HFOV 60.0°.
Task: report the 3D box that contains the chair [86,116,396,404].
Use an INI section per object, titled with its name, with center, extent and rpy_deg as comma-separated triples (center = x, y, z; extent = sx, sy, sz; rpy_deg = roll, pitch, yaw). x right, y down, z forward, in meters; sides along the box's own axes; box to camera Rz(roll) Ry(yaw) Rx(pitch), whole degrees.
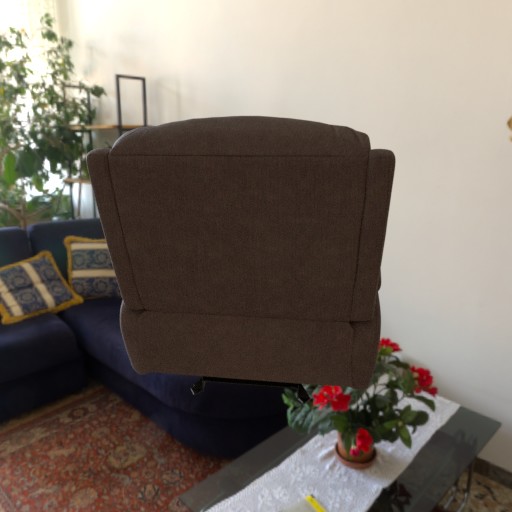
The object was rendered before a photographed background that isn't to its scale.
[chair]
center = 0.000, 0.000, 1.727
extent = 0.930, 1.011, 0.899
rpy_deg = 2, 15, 8
